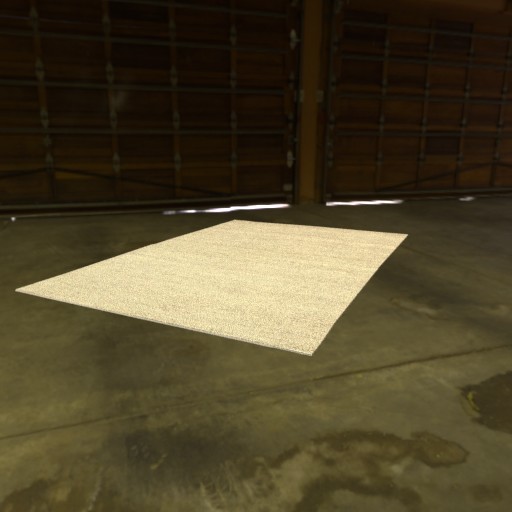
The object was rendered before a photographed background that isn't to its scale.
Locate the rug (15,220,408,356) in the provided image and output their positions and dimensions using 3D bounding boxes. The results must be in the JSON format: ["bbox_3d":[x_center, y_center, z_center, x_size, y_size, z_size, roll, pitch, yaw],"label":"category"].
[{"bbox_3d":[0.000,0.000,2.936,1.609,0.030,2.342,7,16,26],"label":"rug"}]
